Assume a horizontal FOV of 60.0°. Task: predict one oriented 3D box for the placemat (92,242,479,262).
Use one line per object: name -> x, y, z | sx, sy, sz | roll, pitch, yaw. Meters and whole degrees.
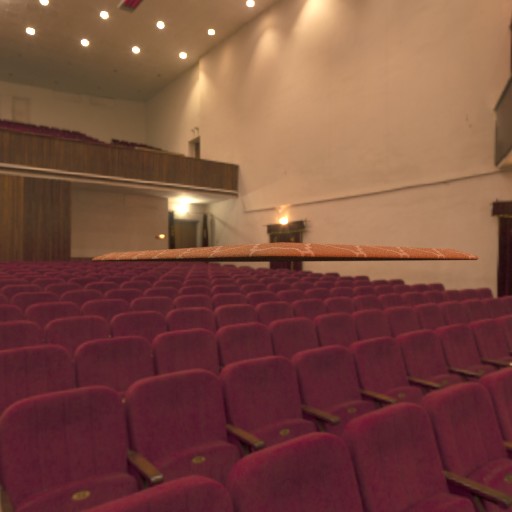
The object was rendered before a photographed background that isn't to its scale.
placemat -> 0.000, 0.000, 0.982 | 0.508, 0.021, 0.762 | 1, -1, -37
